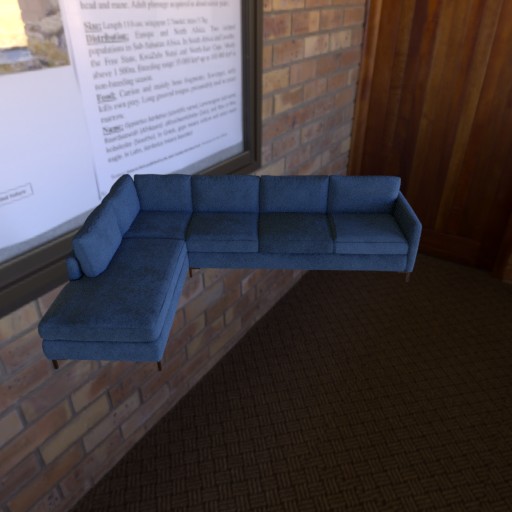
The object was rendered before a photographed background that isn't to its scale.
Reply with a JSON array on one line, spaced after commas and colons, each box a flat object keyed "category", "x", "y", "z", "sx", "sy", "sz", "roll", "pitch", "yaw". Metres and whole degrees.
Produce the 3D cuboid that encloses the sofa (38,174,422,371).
[{"category": "sofa", "x": 0.000, "y": 0.000, "z": 3.803, "sx": 2.949, "sy": 0.815, "sz": 2.007, "roll": 1, "pitch": 31, "yaw": 1}]
